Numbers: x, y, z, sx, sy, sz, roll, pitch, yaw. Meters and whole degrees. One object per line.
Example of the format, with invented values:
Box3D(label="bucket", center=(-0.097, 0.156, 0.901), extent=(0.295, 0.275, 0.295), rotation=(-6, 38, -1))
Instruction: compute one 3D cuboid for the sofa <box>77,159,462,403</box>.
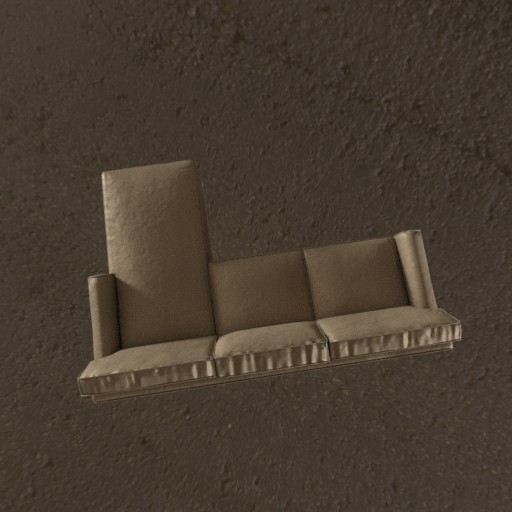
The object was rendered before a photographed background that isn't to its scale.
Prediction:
Box3D(label="sofa", center=(0.000, 0.000, 3.324), extent=(2.475, 0.978, 1.733), rotation=(-8, 78, -2))
